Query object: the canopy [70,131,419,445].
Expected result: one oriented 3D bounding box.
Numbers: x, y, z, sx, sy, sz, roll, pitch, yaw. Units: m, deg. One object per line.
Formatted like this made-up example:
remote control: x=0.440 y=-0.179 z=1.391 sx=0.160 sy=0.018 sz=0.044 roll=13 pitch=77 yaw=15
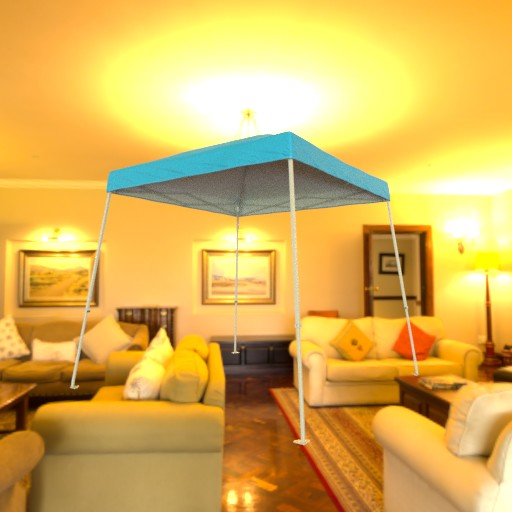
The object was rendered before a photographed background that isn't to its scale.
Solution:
canopy: x=0.000 y=0.000 z=5.144 sx=2.850 sy=2.850 sz=2.849 roll=-2 pitch=-4 yaw=35
